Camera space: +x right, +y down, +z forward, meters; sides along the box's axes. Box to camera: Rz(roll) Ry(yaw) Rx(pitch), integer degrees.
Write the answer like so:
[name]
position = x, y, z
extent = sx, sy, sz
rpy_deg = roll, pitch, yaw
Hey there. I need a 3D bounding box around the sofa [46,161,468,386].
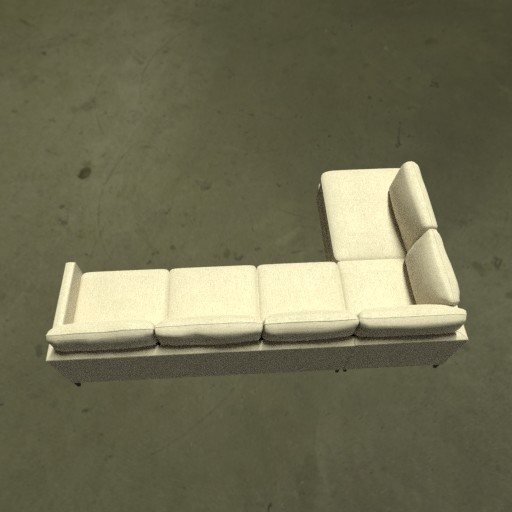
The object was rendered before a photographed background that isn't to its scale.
[sofa]
position = 0.000, 0.000, 4.228
extent = 3.384, 0.996, 2.048
rpy_deg = -2, 58, -2
